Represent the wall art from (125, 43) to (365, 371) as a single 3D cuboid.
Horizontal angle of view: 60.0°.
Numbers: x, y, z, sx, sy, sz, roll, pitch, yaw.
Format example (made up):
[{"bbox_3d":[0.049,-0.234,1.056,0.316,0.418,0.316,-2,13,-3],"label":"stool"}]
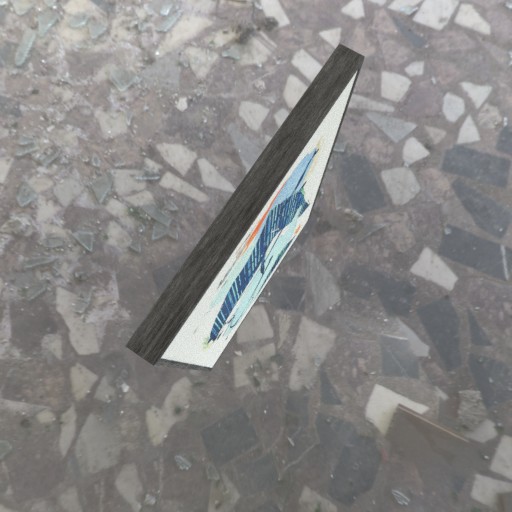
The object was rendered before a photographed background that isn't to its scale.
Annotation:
[{"bbox_3d":[0.000,0.000,1.357,0.063,1.016,0.762,32,77,8],"label":"wall art"}]
